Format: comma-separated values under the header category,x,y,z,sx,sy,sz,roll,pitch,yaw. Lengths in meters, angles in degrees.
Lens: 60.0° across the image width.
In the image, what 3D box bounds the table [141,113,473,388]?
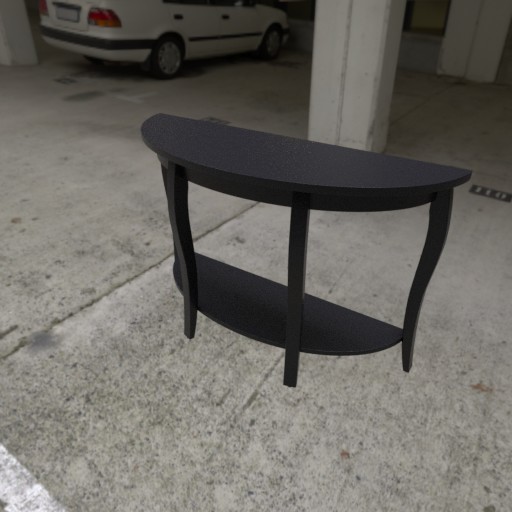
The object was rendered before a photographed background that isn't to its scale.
category,x,y,z,sx,sy,sz,roll,pitch,yaw
table,0.000,0.000,1.611,1.219,0.780,0.394,19,36,28
